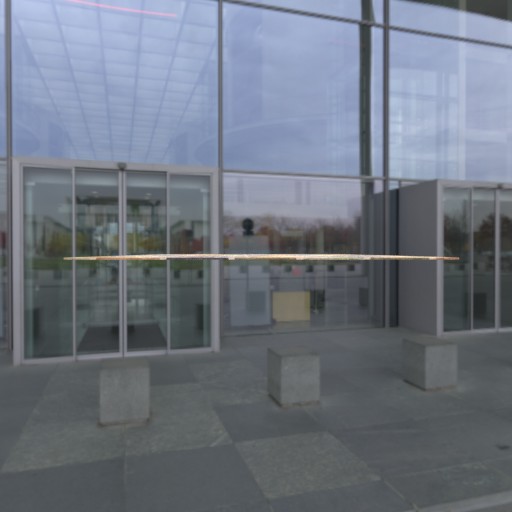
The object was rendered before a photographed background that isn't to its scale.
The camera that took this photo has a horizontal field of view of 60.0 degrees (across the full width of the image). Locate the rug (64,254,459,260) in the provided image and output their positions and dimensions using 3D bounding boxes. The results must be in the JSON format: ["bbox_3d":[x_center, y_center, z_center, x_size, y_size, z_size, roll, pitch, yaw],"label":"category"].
[{"bbox_3d":[0.000,0.000,4.298,2.439,0.013,3.200,0,1,-2],"label":"rug"}]
